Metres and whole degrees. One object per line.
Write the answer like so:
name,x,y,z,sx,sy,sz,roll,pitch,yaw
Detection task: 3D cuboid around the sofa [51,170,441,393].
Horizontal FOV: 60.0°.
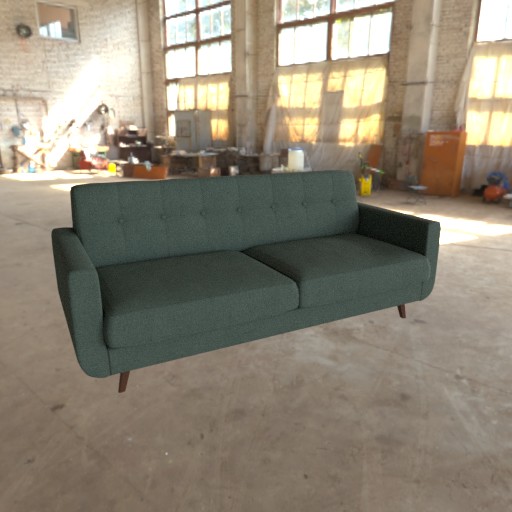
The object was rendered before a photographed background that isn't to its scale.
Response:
sofa,0.000,0.000,2.496,2.029,0.841,0.909,-8,18,-27
